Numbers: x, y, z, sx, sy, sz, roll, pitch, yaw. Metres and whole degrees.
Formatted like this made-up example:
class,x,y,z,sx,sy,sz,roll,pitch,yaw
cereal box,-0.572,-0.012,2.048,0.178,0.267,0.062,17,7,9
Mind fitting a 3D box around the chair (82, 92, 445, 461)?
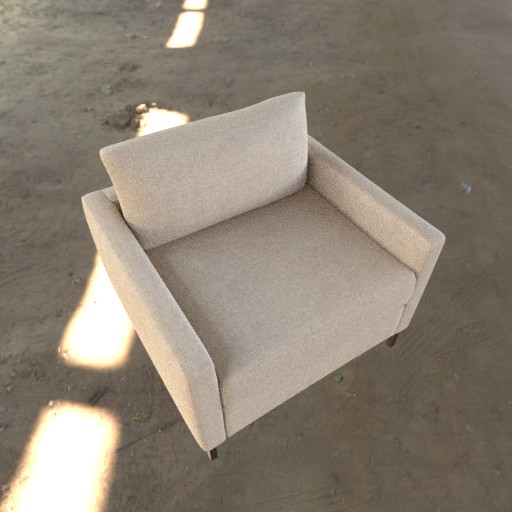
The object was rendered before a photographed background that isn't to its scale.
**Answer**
class,x,y,z,sx,sy,sz,roll,pitch,yaw
chair,0.000,0.000,1.624,0.963,0.861,0.866,-25,51,-22
